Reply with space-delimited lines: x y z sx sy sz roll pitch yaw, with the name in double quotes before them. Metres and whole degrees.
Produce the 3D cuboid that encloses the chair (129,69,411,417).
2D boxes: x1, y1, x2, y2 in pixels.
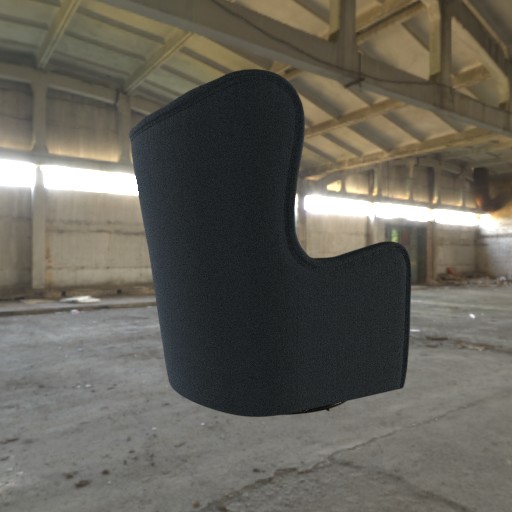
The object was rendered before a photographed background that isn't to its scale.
"chair" 0.000 0.000 1.754 0.930 1.079 0.831 0 -1 -36
